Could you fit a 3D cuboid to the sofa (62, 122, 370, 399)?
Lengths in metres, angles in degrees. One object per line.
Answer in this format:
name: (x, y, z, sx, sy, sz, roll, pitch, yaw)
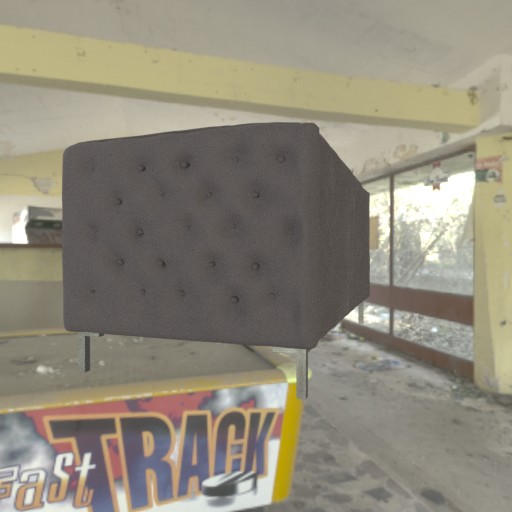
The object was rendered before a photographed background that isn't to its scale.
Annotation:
sofa: (0.000, 0.000, 2.082, 0.909, 0.810, 1.583, 0, 0, 20)
